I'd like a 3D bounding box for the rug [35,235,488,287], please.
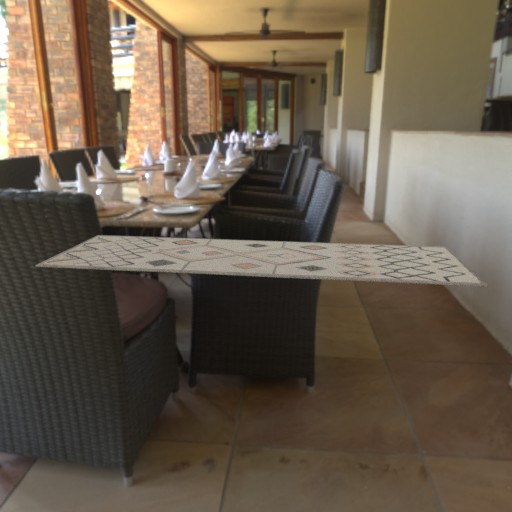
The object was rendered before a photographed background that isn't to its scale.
[{"bbox_3d":[0.000,0.000,2.719,2.435,0.011,0.750,2,16,8],"label":"rug"}]
